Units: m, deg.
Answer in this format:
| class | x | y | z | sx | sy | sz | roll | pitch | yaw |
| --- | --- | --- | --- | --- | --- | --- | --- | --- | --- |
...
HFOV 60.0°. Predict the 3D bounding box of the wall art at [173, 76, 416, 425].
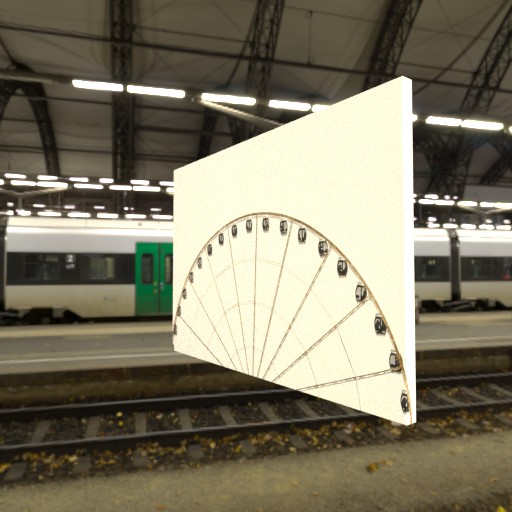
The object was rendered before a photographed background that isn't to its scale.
| class | x | y | z | sx | sy | sz | roll | pitch | yaw |
| --- | --- | --- | --- | --- | --- | --- | --- | --- | --- |
| wall art | 0.000 | 0.000 | 1.441 | 0.038 | 0.767 | 1.144 | 1 | -3 | -36 |
